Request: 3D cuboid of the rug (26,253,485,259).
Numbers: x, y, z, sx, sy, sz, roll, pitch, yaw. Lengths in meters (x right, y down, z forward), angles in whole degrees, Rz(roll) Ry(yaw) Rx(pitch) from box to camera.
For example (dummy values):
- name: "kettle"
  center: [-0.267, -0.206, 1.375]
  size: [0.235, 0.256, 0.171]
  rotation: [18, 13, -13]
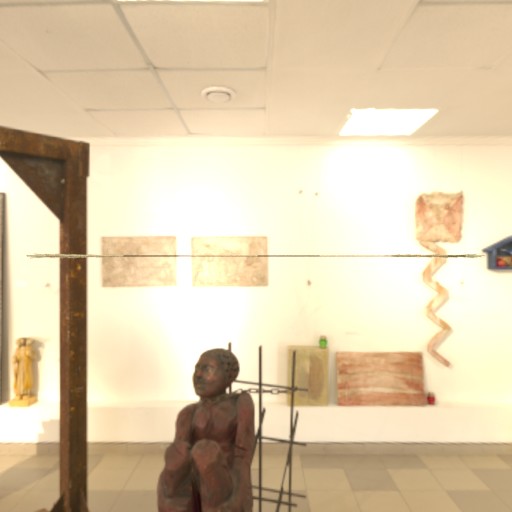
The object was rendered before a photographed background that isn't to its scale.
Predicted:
- name: "rug"
  center: [0.000, 0.000, 2.530]
  size: [2.021, 0.027, 1.224]
  rotation: [0, 0, 0]
